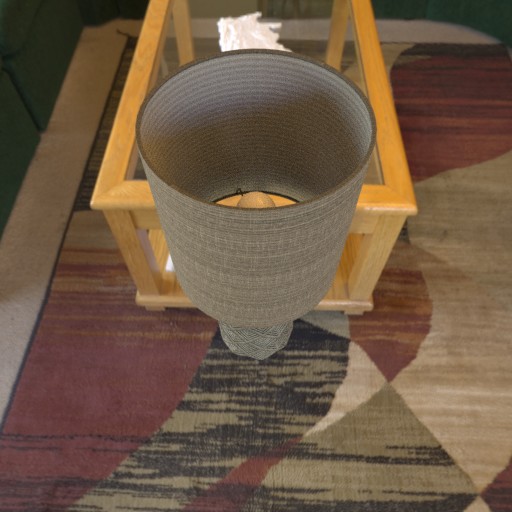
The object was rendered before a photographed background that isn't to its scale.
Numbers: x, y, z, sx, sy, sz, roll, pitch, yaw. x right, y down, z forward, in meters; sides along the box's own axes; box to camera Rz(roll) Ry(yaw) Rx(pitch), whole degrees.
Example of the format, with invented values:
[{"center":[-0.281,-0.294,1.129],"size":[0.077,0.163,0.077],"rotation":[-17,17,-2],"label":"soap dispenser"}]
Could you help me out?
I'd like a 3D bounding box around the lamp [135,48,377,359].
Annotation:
[{"center":[0.000,0.000,0.734],"size":[0.268,0.566,0.269],"rotation":[-14,58,-9],"label":"lamp"}]
